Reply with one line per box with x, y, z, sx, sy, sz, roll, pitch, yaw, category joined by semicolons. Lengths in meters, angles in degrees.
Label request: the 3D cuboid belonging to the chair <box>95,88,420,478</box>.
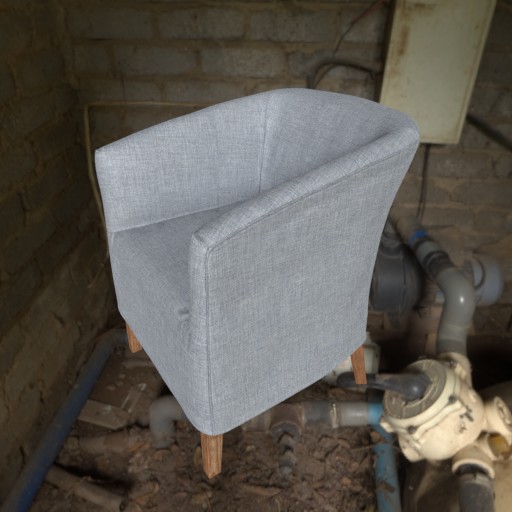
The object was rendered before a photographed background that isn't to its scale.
0.000;0.000;1.218;0.668;0.771;0.600;-19;36;-28;chair
